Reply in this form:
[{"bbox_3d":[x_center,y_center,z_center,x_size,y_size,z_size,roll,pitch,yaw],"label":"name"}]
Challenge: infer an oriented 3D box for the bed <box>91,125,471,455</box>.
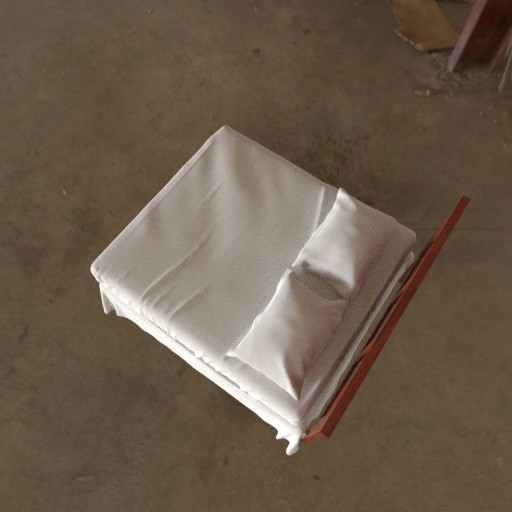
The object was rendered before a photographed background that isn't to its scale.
[{"bbox_3d":[0.000,0.000,3.224,2.050,1.270,1.870,33,69,14],"label":"bed"}]
